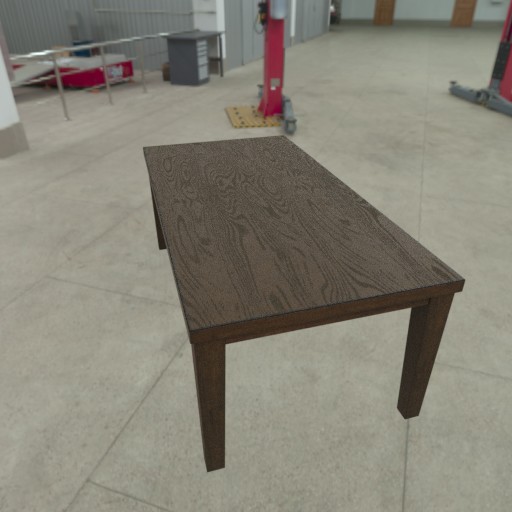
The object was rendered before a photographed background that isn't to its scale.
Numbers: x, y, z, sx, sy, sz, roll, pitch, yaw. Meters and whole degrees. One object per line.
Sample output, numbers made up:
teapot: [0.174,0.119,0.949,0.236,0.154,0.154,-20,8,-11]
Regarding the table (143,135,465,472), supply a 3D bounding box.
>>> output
table: [0.000,0.000,2.504,1.016,0.762,1.981,-9,32,-14]
